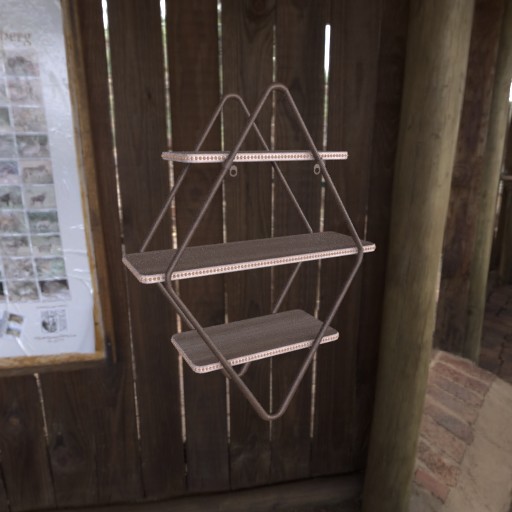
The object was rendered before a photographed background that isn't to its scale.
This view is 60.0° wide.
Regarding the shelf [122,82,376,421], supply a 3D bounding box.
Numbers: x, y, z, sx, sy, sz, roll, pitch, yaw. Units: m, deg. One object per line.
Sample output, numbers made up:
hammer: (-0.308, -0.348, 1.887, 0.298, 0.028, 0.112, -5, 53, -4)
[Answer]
shelf: (0.000, 0.000, 1.084, 0.609, 0.774, 0.234, -7, 16, -26)
